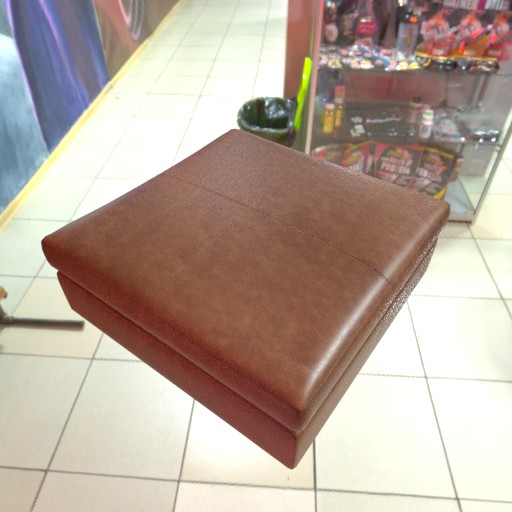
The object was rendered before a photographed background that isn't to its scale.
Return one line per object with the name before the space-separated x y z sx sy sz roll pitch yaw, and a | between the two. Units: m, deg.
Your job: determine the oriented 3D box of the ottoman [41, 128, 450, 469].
ottoman | 0.000 0.000 1.852 1.168 0.483 1.169 26 48 26
